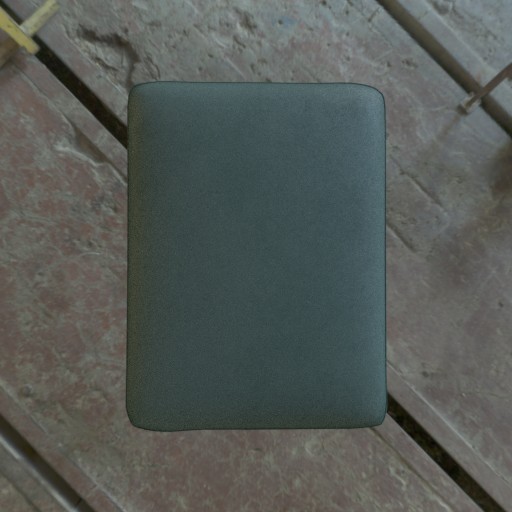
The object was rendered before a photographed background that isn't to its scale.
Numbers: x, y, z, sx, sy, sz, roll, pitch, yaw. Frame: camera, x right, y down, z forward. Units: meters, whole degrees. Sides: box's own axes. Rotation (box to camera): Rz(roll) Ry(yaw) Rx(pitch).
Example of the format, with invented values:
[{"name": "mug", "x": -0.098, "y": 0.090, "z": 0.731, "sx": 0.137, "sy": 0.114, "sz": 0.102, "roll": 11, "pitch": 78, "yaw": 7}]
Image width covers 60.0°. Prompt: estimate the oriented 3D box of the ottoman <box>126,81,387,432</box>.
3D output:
[{"name": "ottoman", "x": 0.000, "y": 0.000, "z": 1.162, "sx": 0.608, "sy": 0.449, "sz": 0.811, "roll": 0, "pitch": 89, "yaw": -1}]
